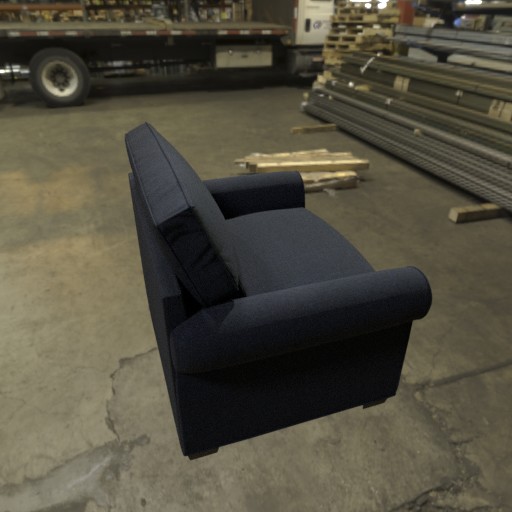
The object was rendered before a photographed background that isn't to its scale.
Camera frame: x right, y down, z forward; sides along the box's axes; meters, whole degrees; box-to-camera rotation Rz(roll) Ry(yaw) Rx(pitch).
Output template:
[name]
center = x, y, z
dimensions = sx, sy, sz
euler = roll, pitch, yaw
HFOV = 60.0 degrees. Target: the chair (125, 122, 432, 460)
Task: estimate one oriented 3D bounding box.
[chair]
center = 0.000, 0.000, 1.997
dimensions = 0.963, 1.044, 1.285
euler = -10, 32, -16
